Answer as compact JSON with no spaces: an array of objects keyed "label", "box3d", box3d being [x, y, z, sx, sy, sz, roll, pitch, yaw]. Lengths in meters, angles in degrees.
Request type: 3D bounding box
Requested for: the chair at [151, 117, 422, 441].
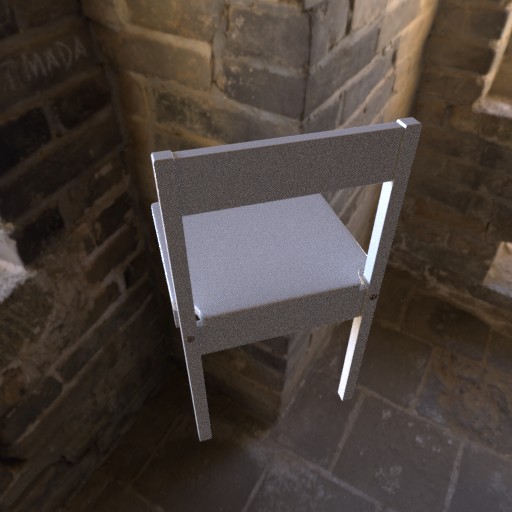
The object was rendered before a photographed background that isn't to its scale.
[{"label":"chair","box3d":[0.000,0.000,0.896,0.367,0.668,0.361,-11,42,-13]}]
